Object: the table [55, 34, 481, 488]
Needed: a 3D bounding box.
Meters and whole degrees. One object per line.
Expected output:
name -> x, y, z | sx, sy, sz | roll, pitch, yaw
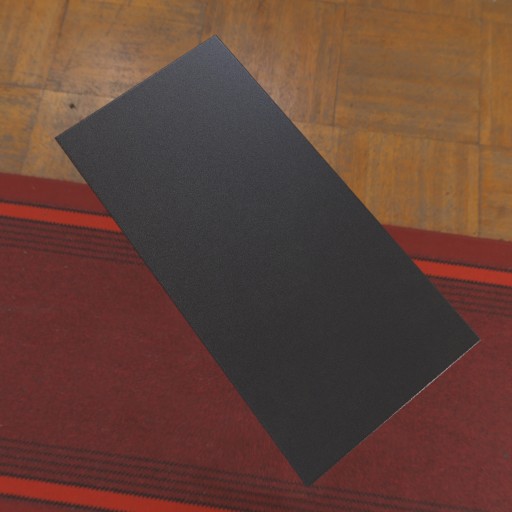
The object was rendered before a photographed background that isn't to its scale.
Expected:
table -> 0.000, 0.000, 1.398 | 0.550, 0.510, 1.107 | -37, 79, -8
